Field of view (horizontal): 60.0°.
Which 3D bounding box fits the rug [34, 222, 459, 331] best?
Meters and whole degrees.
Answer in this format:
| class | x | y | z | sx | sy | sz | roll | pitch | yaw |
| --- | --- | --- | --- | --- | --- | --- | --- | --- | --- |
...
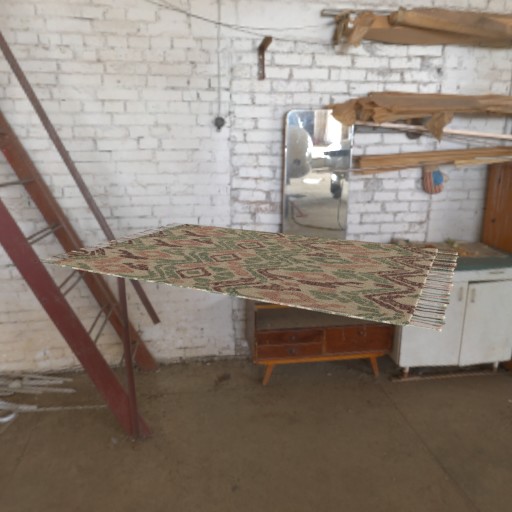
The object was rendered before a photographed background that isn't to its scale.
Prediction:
| class | x | y | z | sx | sy | sz | roll | pitch | yaw |
| --- | --- | --- | --- | --- | --- | --- | --- | --- | --- |
| rug | 0.000 | 0.000 | 2.967 | 2.438 | 0.011 | 1.524 | 7 | 17 | 25 |
